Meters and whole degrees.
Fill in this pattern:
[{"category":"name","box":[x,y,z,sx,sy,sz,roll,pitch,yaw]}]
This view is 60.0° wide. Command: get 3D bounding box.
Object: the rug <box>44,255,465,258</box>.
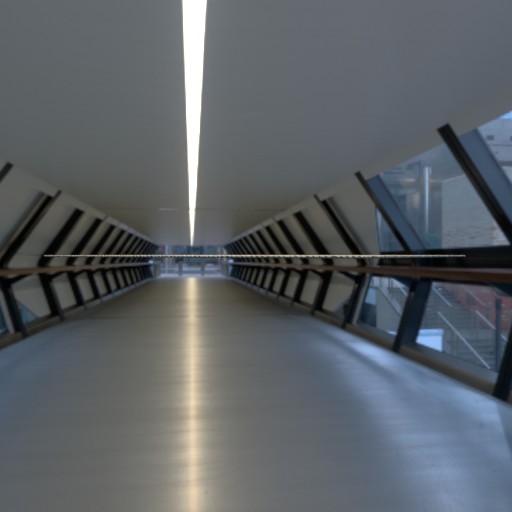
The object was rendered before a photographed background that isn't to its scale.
[{"category":"rug","box":[0.000,0.000,4.194,3.207,0.014,2.439,0,0,36]}]
